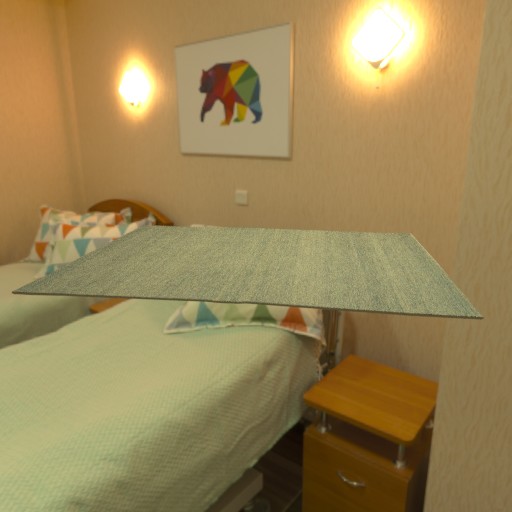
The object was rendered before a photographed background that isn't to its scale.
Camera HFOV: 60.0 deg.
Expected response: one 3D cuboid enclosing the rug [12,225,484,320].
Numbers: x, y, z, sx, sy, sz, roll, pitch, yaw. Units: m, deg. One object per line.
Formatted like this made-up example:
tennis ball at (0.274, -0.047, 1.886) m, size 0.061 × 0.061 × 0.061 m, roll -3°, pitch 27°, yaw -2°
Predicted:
rug at (0.000, 0.000, 4.137) m, size 3.237 × 0.046 × 2.461 m, roll 2°, pitch 15°, yaw 8°
